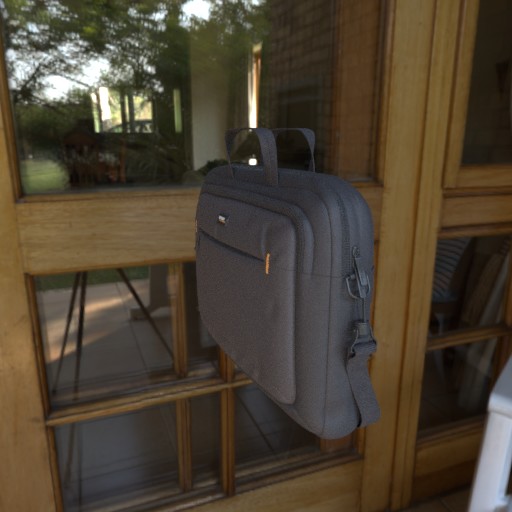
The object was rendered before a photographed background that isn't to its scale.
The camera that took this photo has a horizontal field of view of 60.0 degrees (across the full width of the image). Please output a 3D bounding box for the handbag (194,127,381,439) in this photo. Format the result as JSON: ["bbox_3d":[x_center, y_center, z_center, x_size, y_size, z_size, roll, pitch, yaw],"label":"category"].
[{"bbox_3d":[0.000,0.000,0.440,0.089,0.244,0.320,-7,16,-25],"label":"handbag"}]
